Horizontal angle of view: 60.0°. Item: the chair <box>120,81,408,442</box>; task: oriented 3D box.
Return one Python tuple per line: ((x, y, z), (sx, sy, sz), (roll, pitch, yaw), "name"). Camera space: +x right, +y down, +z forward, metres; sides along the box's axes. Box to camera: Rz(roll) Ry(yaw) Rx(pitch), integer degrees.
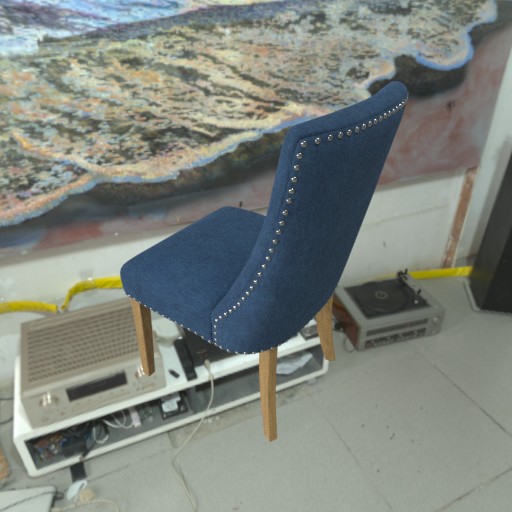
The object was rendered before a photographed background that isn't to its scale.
((0.000, 0.000, 1.218), (0.610, 0.902, 0.495), (21, 38, 29), "chair")
